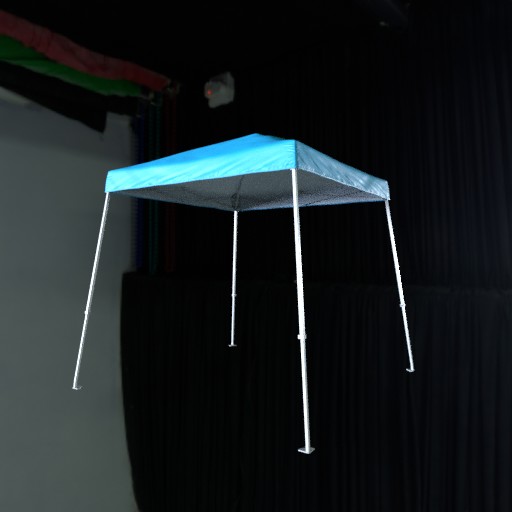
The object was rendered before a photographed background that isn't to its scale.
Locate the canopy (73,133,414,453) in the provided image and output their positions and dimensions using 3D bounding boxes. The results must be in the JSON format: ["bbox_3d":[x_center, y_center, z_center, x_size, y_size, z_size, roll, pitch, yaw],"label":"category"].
[{"bbox_3d":[0.000,0.000,5.160,2.848,2.849,2.849,0,0,34],"label":"canopy"}]
